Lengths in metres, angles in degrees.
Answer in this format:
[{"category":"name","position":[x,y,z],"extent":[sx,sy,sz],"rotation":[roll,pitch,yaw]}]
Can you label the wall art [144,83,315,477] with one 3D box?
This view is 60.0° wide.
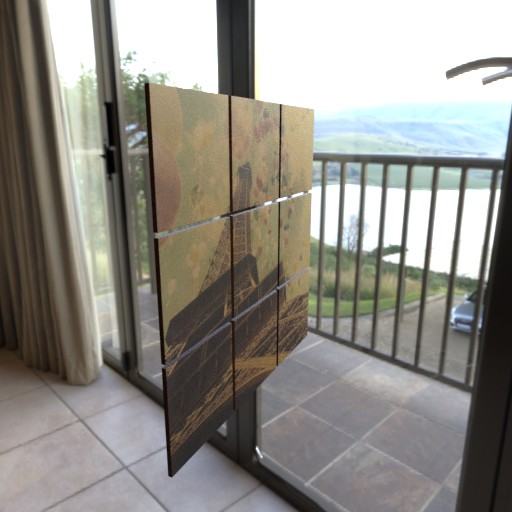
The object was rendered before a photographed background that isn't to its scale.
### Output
[{"category":"wall art","position":[0.000,0.000,1.872],"extent":[0.017,1.246,1.256],"rotation":[8,17,26]}]
